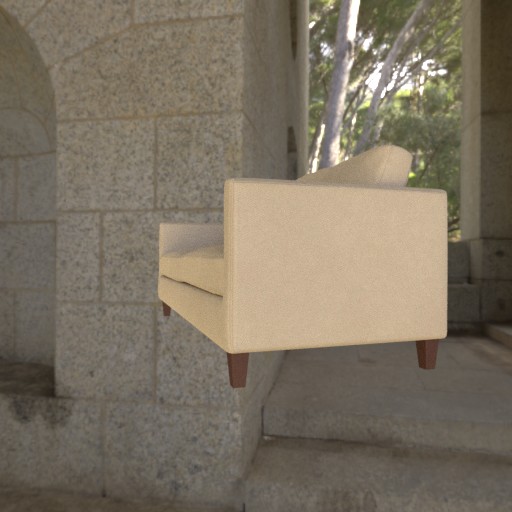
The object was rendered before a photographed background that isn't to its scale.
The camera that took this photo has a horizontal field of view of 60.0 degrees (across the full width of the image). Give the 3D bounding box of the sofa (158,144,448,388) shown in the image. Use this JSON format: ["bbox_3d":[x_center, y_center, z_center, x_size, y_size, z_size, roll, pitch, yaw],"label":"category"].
[{"bbox_3d":[0.000,0.000,2.659,0.948,0.932,2.181,0,0,-18],"label":"sofa"}]
